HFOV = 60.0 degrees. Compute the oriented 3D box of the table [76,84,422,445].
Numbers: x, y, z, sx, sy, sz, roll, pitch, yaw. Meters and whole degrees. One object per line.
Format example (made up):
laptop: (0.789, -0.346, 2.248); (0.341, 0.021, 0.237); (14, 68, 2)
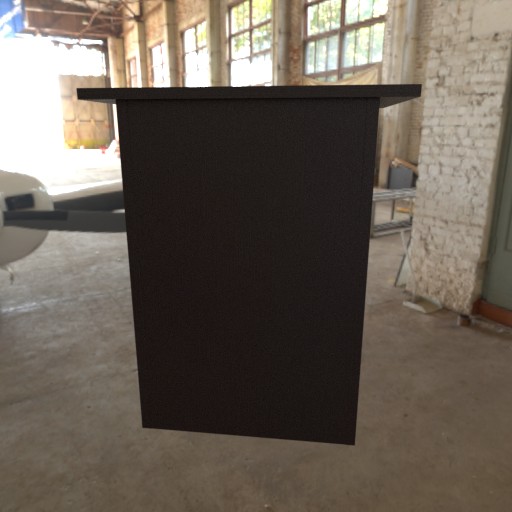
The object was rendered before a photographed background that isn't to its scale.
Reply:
table: (0.000, 0.000, 1.040); (0.589, 0.711, 0.408); (2, 16, 7)
